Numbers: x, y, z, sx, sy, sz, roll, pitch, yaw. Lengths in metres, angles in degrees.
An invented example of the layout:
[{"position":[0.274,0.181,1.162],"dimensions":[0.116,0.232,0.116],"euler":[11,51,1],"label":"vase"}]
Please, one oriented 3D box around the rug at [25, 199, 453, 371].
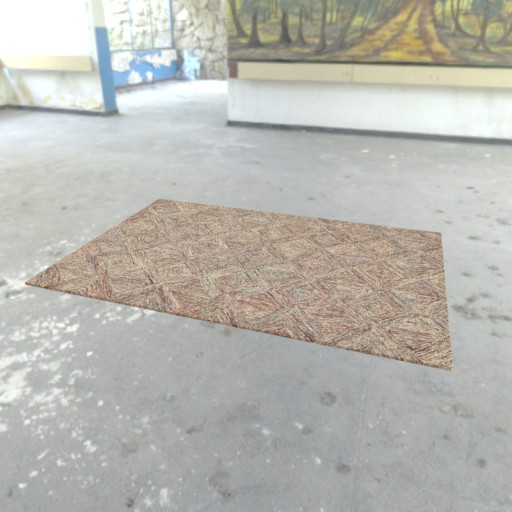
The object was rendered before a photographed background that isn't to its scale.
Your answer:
[{"position":[0.000,0.000,2.857],"dimensions":[2.285,0.019,1.523],"euler":[9,28,17],"label":"rug"}]
